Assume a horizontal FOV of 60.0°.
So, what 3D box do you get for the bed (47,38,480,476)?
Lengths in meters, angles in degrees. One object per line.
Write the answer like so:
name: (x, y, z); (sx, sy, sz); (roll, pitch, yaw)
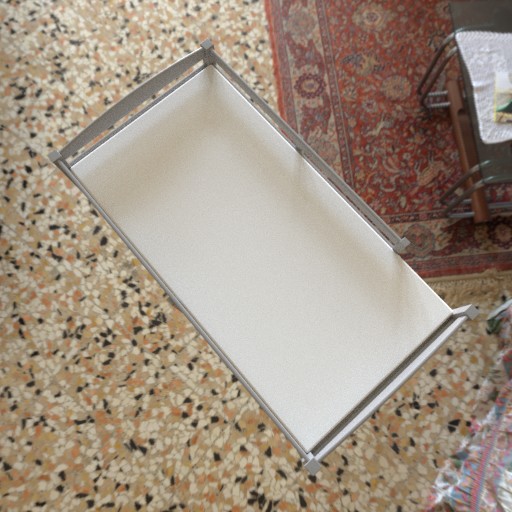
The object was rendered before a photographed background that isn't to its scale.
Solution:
bed: (0.000, 0.000, 2.724); (1.105, 1.206, 2.013); (-40, 79, -9)
